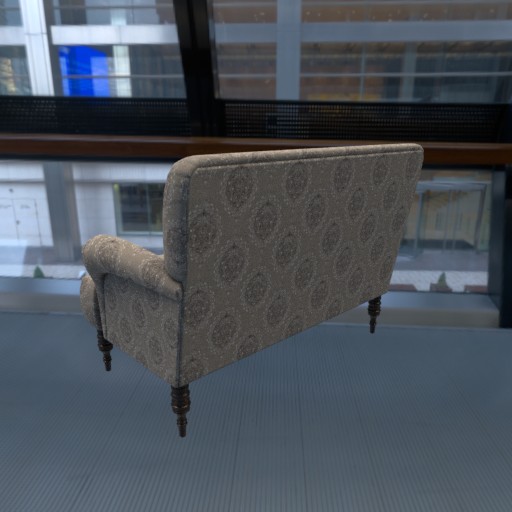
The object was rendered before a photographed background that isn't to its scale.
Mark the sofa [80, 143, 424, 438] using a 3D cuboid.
[{"bbox_3d":[0.000,0.000,1.818,1.297,0.889,0.779,-15,22,-41],"label":"sofa"}]
